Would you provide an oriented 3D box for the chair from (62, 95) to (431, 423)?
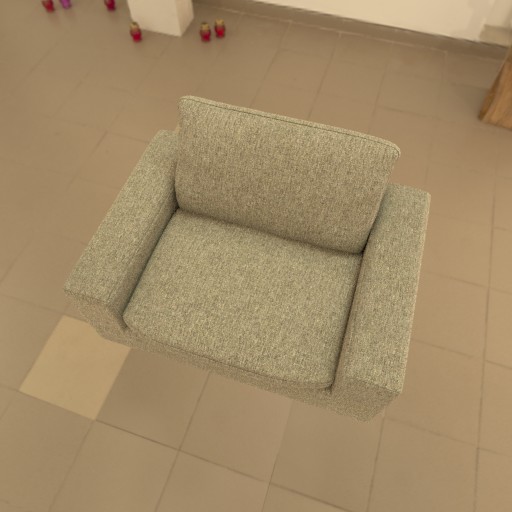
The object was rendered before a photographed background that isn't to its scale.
[{"bbox_3d":[0.000,0.000,2.011,1.398,0.915,1.039,15,60,9],"label":"chair"}]
